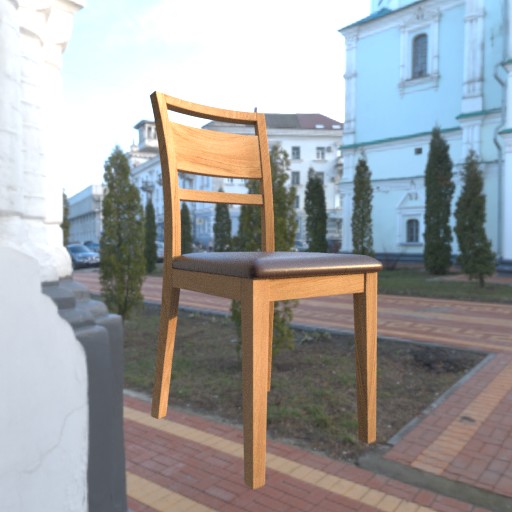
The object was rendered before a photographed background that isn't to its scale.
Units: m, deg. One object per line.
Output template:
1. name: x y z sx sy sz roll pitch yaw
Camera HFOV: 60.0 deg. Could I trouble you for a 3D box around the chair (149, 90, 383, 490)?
1. chair: 0.000 0.000 1.210 0.420 0.940 0.545 -1 2 -36
